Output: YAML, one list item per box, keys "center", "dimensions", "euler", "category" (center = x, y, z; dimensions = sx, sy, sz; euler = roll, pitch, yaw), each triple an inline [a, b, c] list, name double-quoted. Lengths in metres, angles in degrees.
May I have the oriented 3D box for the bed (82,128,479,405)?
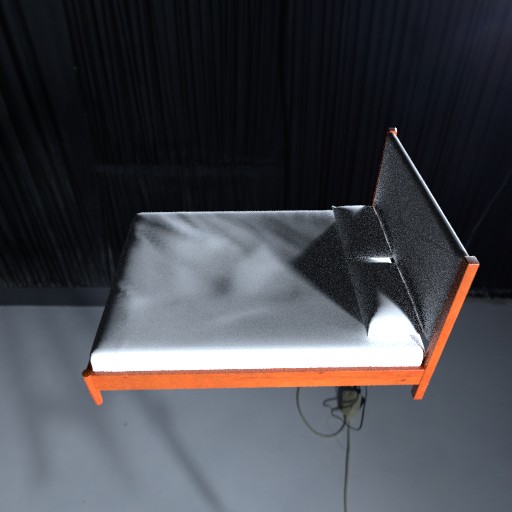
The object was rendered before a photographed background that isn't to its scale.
- center: [0.000, 0.000, 3.077]
  dimensions: [2.117, 1.165, 1.566]
  euler: [-1, 40, -1]
  category: "bed"
